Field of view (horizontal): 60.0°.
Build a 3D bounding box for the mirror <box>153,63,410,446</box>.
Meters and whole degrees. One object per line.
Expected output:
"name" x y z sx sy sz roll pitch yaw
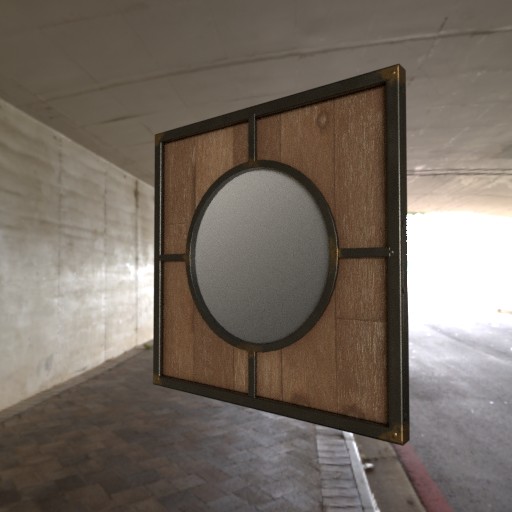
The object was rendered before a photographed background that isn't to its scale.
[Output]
"mirror" 0.000 0.000 0.565 0.382 0.381 0.020 -1 -2 38
